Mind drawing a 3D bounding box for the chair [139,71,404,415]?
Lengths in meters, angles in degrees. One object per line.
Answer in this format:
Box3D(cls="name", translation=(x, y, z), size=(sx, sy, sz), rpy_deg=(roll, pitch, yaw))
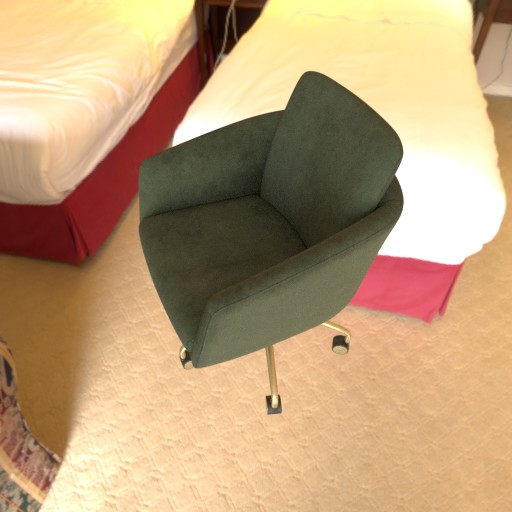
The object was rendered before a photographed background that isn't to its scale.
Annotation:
Box3D(cls="chair", translation=(0.000, 0.000, 1.358), size=(0.635, 0.908, 0.641), rpy_deg=(-18, 49, -16))
